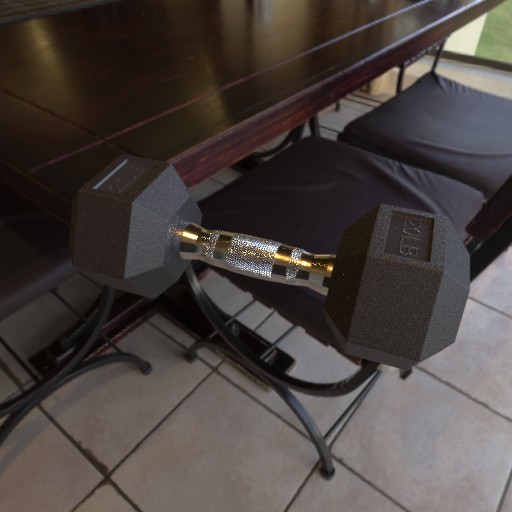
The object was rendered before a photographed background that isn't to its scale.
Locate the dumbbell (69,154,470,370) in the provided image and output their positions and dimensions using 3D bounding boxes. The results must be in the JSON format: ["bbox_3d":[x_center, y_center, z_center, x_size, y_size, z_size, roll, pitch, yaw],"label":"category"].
[{"bbox_3d":[0.000,0.000,0.318,0.272,0.092,0.106,13,43,15],"label":"dumbbell"}]
